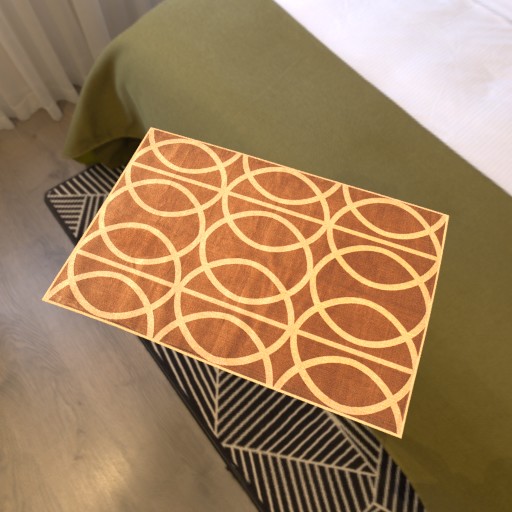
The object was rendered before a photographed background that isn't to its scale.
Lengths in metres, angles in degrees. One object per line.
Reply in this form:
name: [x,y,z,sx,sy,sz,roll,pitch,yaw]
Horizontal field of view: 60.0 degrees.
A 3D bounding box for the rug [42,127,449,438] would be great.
rug: [0.000,0.000,2.908,2.290,0.014,1.526,18,65,9]
